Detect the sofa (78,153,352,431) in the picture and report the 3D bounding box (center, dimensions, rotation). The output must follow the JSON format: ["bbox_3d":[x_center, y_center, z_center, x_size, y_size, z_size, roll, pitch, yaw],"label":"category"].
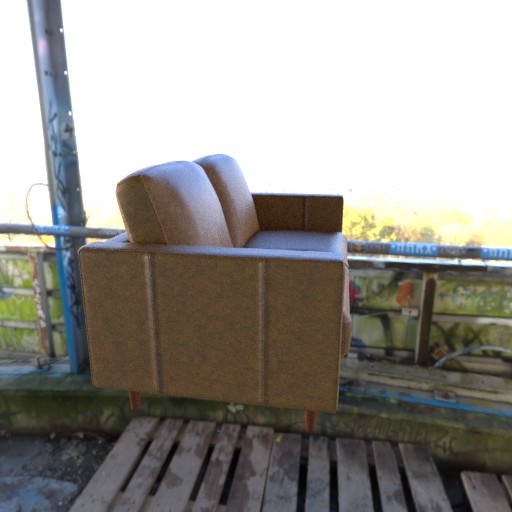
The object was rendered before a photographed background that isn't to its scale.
[{"bbox_3d":[0.000,0.000,2.184,0.909,0.951,1.578,3,15,10],"label":"sofa"}]
